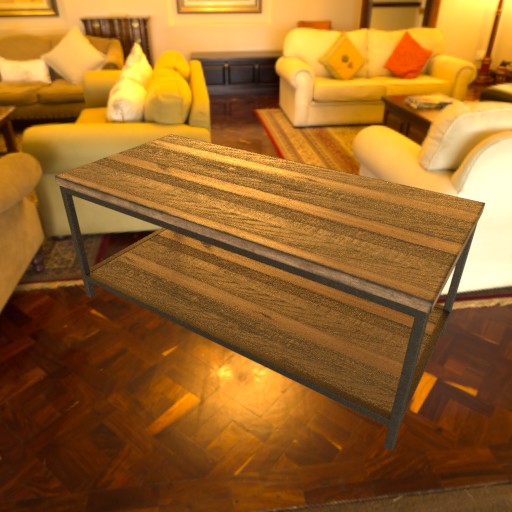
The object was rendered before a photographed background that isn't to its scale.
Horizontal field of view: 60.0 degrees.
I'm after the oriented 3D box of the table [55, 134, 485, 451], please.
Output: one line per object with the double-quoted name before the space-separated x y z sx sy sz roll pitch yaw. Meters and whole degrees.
"table" 0.000 0.000 1.215 0.990 0.399 0.452 19 37 28
